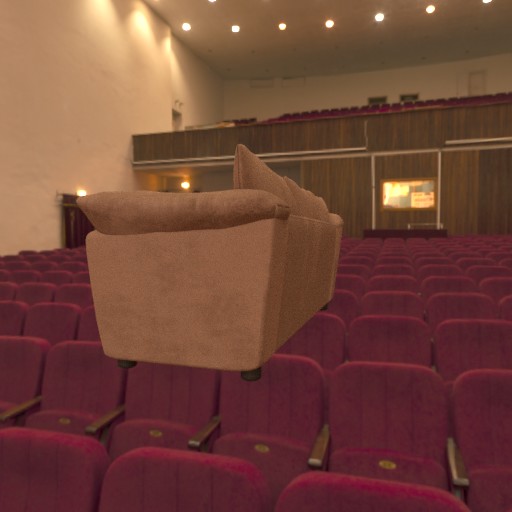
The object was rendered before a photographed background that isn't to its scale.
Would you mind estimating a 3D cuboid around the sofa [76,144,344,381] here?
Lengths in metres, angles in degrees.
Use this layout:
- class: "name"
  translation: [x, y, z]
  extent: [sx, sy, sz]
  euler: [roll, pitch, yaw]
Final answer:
- class: "sofa"
  translation: [0.000, 0.000, 2.858]
  extent: [0.893, 0.981, 2.377]
  euler: [1, 2, 17]
